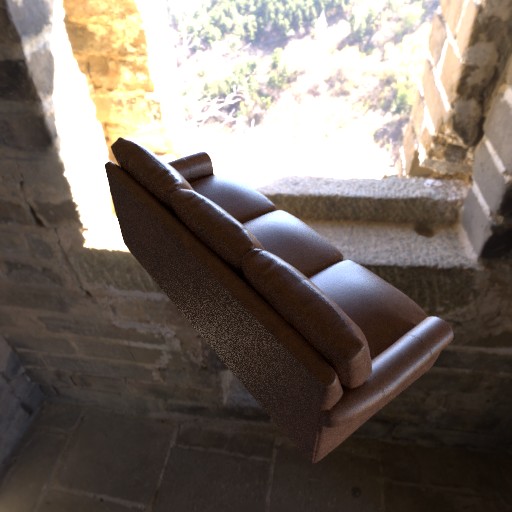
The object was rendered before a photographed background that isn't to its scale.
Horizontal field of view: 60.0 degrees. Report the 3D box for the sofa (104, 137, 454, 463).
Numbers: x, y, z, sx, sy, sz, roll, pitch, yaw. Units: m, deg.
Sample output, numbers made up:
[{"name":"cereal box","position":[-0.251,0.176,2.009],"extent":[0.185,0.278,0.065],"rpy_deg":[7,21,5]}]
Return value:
[{"name":"sofa","position":[0.000,0.000,2.790],"extent":[0.973,0.977,2.351],"rpy_deg":[-27,48,-27]}]
